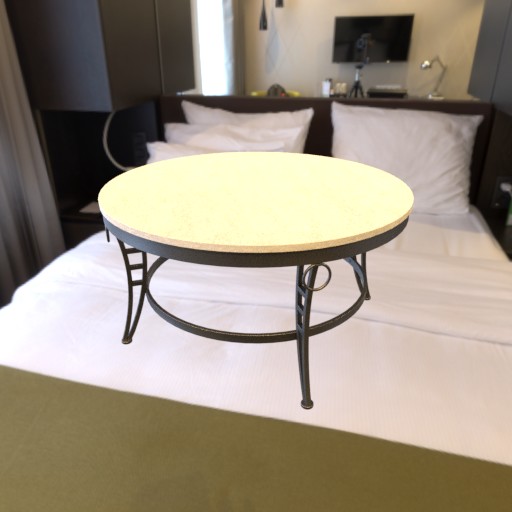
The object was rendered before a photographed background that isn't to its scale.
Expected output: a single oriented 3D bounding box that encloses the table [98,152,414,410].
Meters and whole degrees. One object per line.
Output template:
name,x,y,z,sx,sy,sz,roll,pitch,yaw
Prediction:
table,0.000,0.000,1.412,0.889,0.470,0.889,0,25,0
